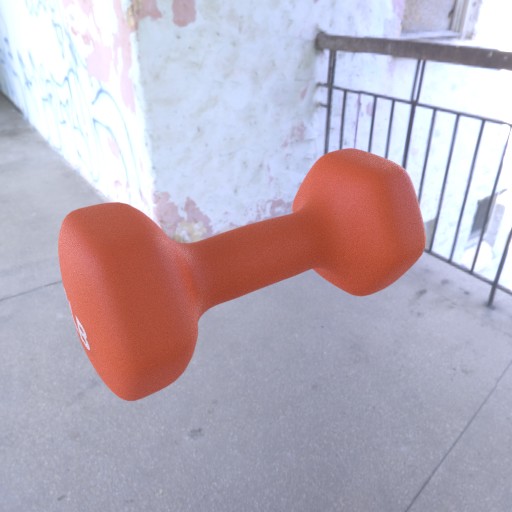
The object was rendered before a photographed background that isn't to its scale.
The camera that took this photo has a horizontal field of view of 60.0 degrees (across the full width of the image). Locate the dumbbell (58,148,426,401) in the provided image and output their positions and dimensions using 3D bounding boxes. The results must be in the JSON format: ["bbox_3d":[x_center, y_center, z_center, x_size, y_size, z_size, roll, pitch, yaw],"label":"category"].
[{"bbox_3d":[0.000,0.000,0.203,0.162,0.071,0.079,-18,35,-28],"label":"dumbbell"}]
